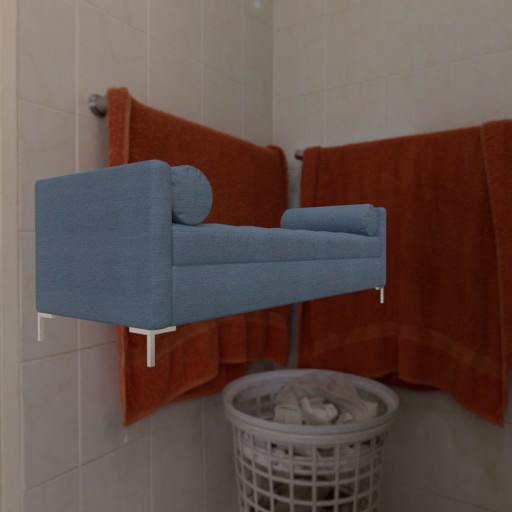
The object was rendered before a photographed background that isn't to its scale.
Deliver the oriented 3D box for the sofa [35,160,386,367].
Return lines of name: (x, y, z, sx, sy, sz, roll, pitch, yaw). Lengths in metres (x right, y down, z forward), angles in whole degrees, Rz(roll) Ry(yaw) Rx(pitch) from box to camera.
sofa: (0.000, 0.000, 2.311, 0.686, 0.635, 1.981, 1, 1, 36)
